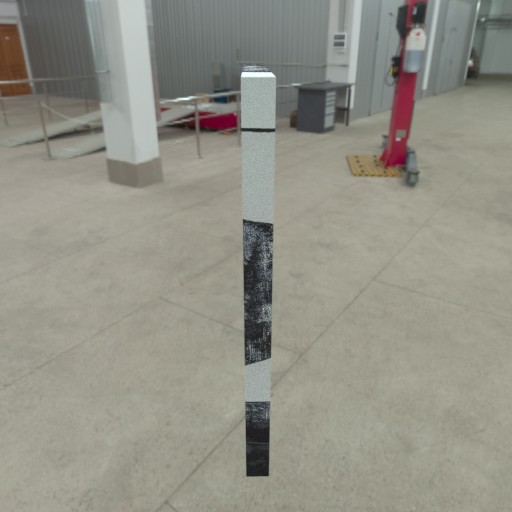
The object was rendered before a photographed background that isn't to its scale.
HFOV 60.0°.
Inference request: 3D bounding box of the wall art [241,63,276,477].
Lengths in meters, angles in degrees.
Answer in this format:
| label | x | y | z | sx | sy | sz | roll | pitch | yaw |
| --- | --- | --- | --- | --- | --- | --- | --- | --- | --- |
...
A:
| label | x | y | z | sx | sy | sz | roll | pitch | yaw |
| --- | --- | --- | --- | --- | --- | --- | --- | --- | --- |
| wall art | 0.000 | 0.000 | 0.781 | 0.039 | 0.610 | 0.407 | 0 | 25 | -1 |
